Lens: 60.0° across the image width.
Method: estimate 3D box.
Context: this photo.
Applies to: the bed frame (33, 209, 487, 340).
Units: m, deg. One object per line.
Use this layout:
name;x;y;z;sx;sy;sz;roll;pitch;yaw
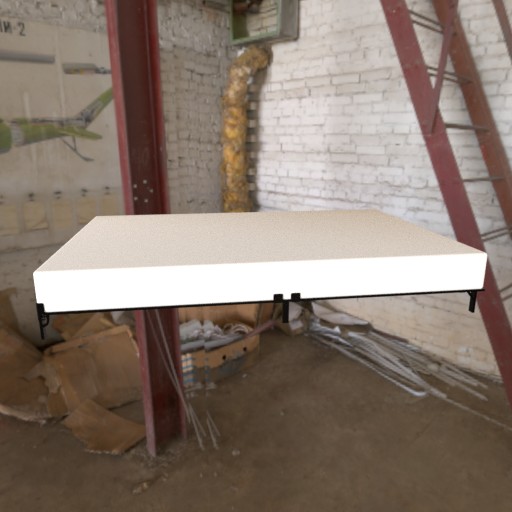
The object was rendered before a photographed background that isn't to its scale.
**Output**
bed frame;0.000;0.000;3.820;2.987;0.440;1.930;-2;15;-8
